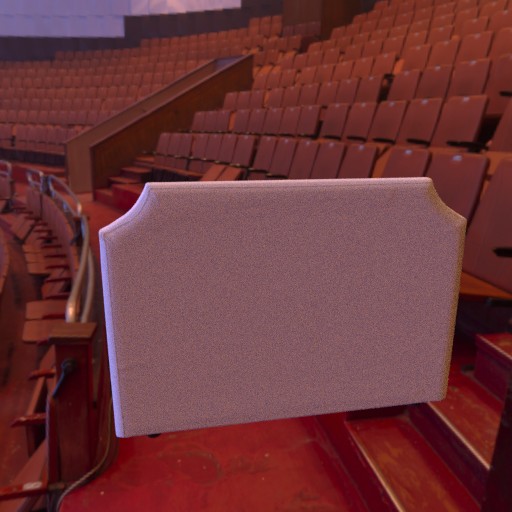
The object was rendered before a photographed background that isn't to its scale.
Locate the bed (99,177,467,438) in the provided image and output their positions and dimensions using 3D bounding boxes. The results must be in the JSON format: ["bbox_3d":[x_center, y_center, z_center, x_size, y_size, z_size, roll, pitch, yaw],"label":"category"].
[{"bbox_3d":[0.000,0.000,3.226,1.828,1.297,2.164,-3,16,-10],"label":"bed"}]
